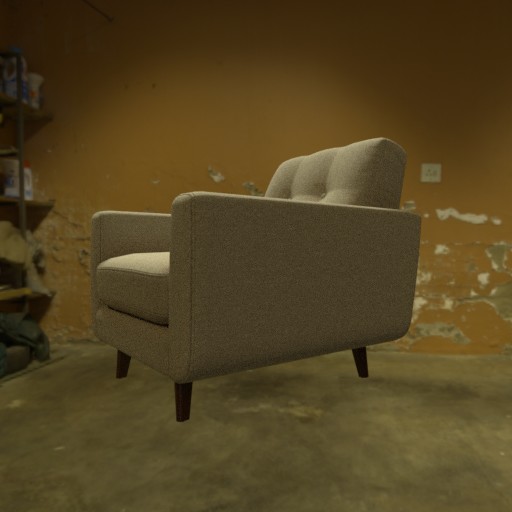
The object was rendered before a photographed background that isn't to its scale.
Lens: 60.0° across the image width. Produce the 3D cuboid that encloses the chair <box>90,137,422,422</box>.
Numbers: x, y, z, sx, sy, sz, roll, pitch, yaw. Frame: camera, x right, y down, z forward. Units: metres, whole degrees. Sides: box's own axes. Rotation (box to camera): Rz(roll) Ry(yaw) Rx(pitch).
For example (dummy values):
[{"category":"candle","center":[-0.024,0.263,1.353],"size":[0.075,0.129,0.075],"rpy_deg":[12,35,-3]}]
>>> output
[{"category":"chair","center":[0.000,0.000,1.801],"size":[1.128,0.965,0.897],"rpy_deg":[-1,1,-36]}]
